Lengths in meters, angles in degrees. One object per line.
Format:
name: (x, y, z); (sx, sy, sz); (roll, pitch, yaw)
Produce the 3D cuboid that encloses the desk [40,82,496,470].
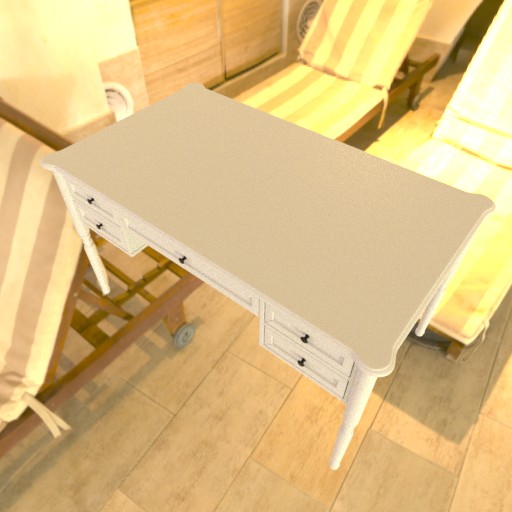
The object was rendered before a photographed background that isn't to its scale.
desk: (0.000, 0.000, 1.774); (1.380, 0.762, 0.807); (30, 53, 25)
